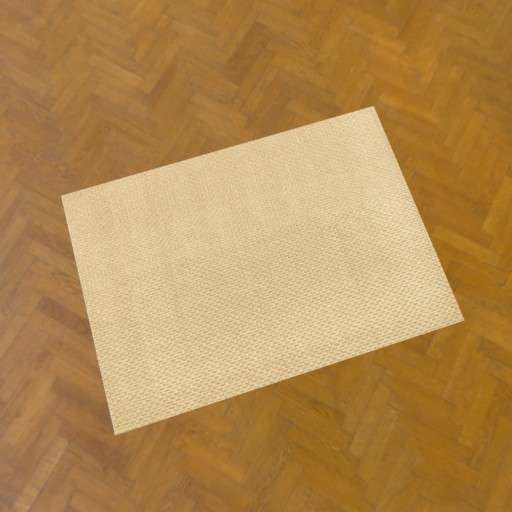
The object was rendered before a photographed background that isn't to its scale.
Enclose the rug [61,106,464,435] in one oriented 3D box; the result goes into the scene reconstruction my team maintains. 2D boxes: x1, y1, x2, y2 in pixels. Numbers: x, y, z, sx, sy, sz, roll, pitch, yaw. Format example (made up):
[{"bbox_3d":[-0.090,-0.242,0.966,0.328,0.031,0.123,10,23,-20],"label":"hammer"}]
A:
[{"bbox_3d":[0.000,0.000,2.748,2.144,0.013,1.509,-17,77,-4],"label":"rug"}]
